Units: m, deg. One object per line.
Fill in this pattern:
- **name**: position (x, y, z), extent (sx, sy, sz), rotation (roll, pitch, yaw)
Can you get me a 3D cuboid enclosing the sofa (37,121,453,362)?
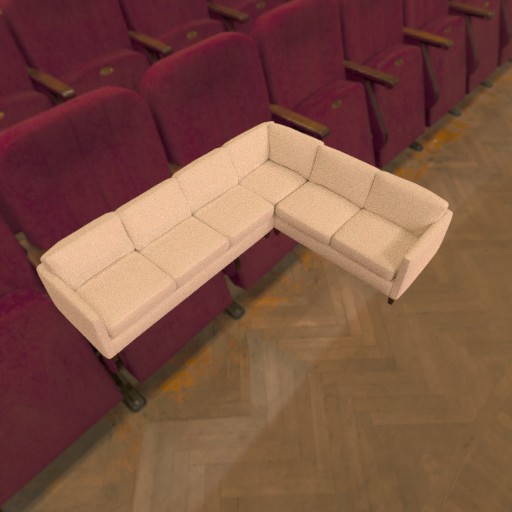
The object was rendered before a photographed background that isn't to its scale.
- **sofa**: position (0.000, 0.000, 4.474), extent (2.593, 0.947, 3.302), rotation (33, 55, 27)
